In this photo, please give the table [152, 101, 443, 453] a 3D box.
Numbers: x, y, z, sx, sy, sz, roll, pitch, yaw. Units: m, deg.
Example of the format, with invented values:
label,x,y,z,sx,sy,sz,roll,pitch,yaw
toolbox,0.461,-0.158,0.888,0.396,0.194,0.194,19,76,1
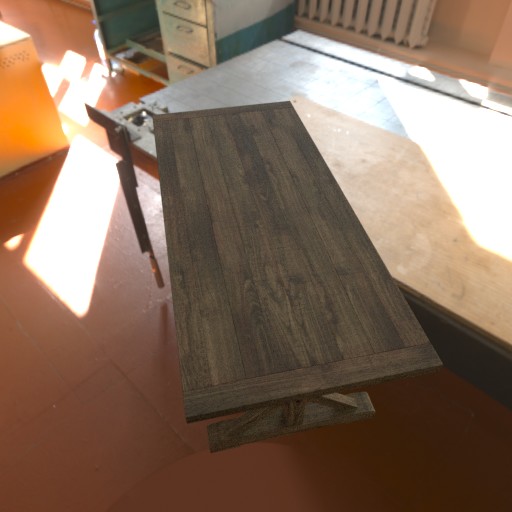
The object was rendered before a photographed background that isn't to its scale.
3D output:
label,x,y,z,sx,sy,sz,roll,pitch,yaw
table,0.000,0.000,2.448,0.907,0.733,2.031,-9,46,-9
